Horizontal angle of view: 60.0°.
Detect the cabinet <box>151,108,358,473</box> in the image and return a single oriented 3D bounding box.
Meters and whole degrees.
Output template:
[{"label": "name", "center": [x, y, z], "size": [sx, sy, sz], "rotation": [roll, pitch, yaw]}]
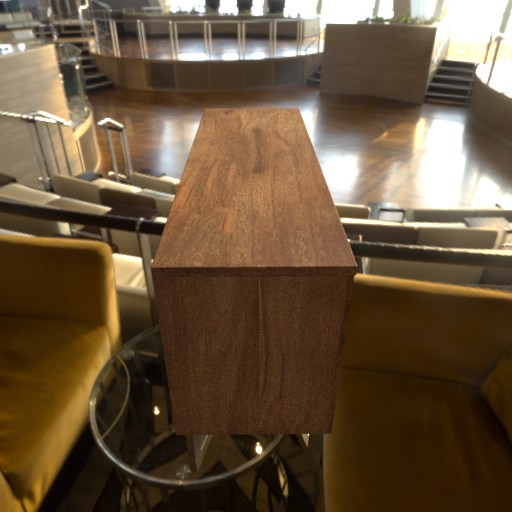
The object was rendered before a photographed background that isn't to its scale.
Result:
[{"label": "cabinet", "center": [0.000, 0.000, 1.770], "size": [0.480, 0.812, 1.373], "rotation": [0, 32, -1]}]
